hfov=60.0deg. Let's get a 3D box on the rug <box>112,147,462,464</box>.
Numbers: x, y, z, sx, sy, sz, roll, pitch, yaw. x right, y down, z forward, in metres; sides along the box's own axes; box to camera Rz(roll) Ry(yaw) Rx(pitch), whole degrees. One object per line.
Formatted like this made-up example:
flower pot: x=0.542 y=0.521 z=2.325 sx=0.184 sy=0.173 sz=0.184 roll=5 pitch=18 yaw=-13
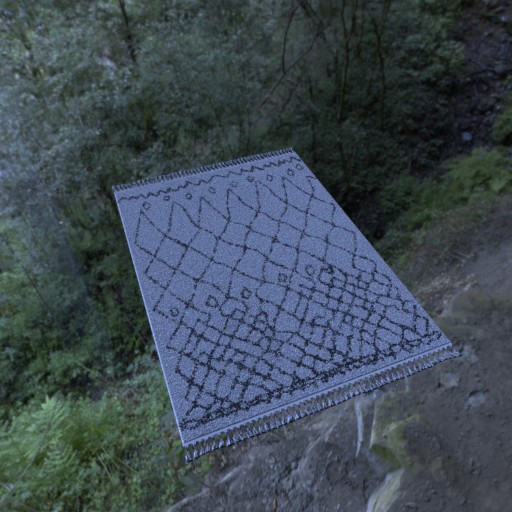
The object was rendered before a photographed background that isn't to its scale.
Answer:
rug: x=0.000 y=0.000 z=3.052 sx=1.613 sy=0.017 sz=2.312 roll=-16 pitch=48 yaw=-15
